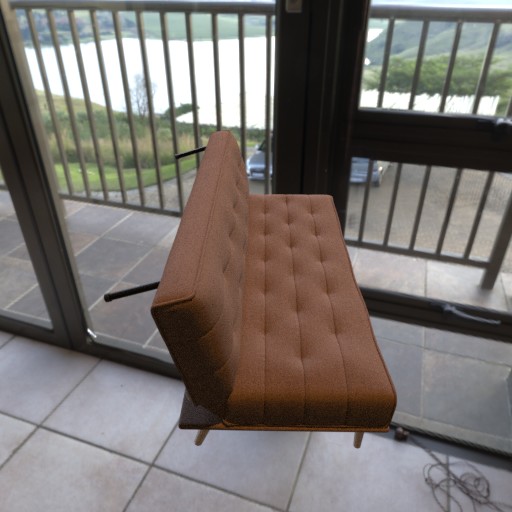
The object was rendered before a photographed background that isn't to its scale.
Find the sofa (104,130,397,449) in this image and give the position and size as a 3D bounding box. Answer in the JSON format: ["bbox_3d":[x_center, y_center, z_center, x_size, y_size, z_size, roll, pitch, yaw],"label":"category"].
[{"bbox_3d":[0.000,0.000,2.301,1.038,0.810,1.820,0,32,1],"label":"sofa"}]
